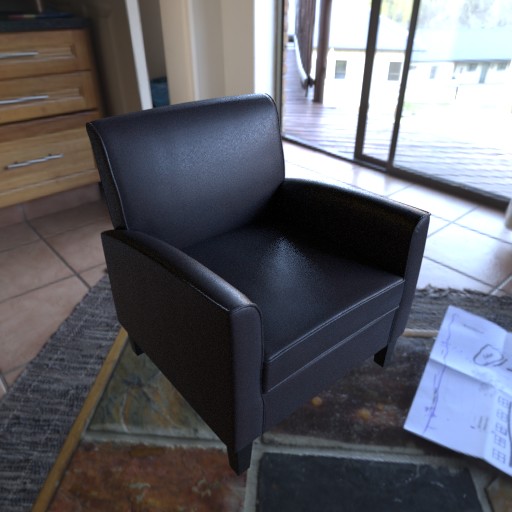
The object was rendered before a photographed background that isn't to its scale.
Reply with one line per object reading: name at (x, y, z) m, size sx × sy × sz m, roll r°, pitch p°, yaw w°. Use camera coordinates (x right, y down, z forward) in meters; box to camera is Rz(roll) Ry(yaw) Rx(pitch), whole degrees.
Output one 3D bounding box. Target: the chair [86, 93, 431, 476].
chair at (0.000, 0.000, 1.547) m, size 0.820 × 0.916 × 0.819 m, roll -23°, pitch 38°, yaw -33°
